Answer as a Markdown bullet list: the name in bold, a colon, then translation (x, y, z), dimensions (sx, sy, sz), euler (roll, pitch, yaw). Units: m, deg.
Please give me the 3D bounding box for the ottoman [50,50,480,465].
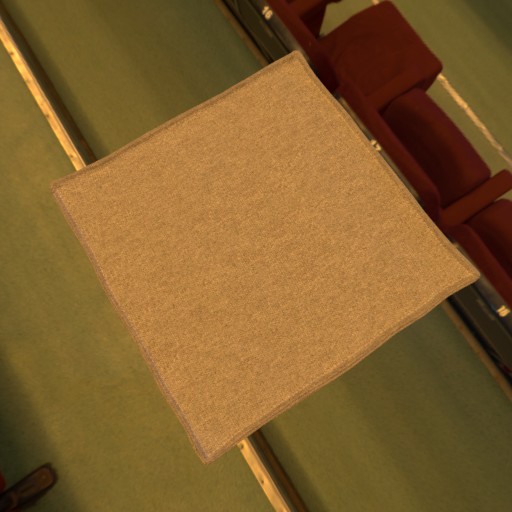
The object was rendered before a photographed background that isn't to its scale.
- **ottoman**: translation (0.000, 0.000, 1.144), dimensions (0.696, 0.470, 0.707), euler (-32, 78, -8)
